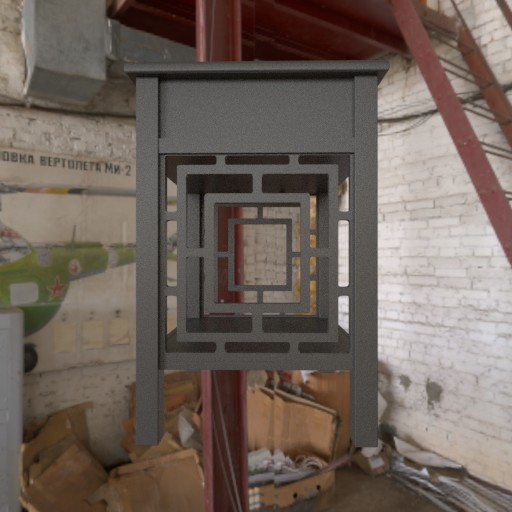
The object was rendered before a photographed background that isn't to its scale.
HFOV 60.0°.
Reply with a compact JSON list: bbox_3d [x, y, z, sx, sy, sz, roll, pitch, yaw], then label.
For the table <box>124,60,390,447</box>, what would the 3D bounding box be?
[{"bbox_3d":[0.000,0.000,1.015,0.451,0.646,0.564,0,0,1],"label":"table"}]
